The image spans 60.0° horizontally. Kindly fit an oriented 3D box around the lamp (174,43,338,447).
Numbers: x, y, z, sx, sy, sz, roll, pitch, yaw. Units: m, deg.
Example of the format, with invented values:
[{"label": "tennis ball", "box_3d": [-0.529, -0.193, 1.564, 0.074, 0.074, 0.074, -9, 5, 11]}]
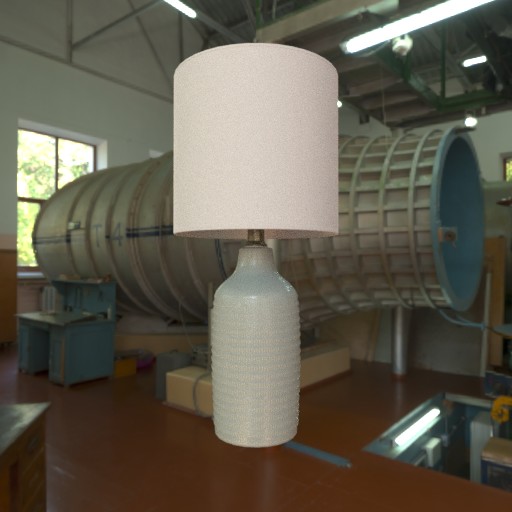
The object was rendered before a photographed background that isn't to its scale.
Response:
[{"label": "lamp", "box_3d": [0.000, 0.000, 0.603, 0.220, 0.475, 0.220, 0, -1, -17]}]
